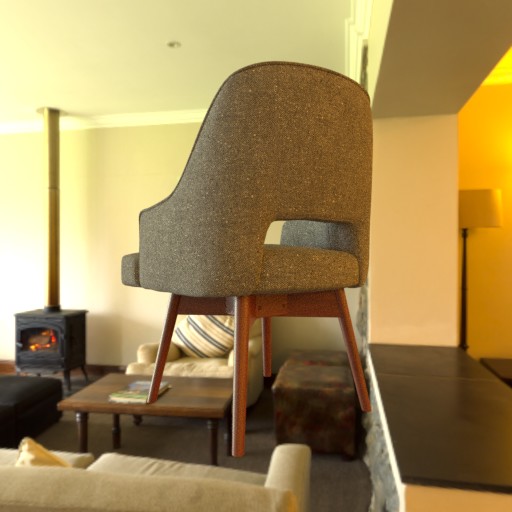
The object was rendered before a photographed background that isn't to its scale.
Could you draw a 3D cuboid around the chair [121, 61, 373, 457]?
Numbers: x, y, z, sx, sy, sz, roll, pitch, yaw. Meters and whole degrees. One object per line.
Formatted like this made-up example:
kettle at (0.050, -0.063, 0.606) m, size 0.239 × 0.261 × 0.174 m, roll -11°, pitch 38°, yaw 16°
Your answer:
chair at (0.000, 0.000, 1.289) m, size 0.608 × 0.875 × 0.629 m, roll 0°, pitch 1°, yaw -38°
